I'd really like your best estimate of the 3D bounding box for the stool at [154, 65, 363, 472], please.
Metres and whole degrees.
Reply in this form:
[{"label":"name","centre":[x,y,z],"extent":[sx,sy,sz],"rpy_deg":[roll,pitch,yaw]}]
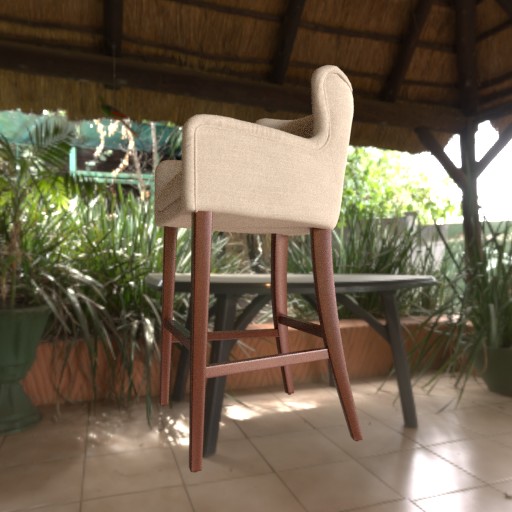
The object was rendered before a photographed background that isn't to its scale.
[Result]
[{"label":"stool","centre":[0.000,0.000,1.385],"extent":[0.563,1.034,0.556],"rpy_deg":[0,-1,-20]}]
